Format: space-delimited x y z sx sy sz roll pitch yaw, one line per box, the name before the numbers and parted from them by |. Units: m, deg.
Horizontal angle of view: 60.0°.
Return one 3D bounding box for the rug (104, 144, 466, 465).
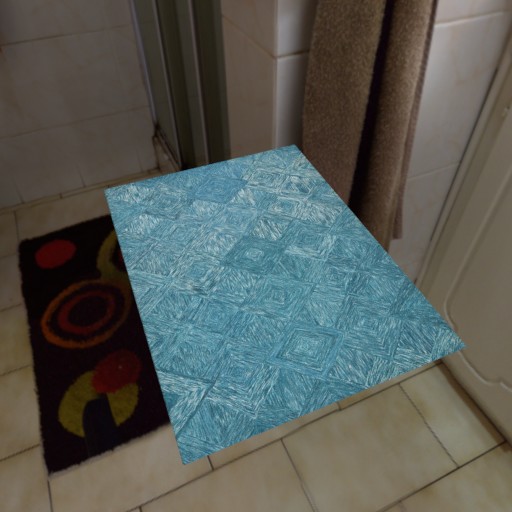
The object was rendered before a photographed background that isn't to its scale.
rug | 0.000 0.000 4.337 2.405 0.027 3.217 -17 49 -15
